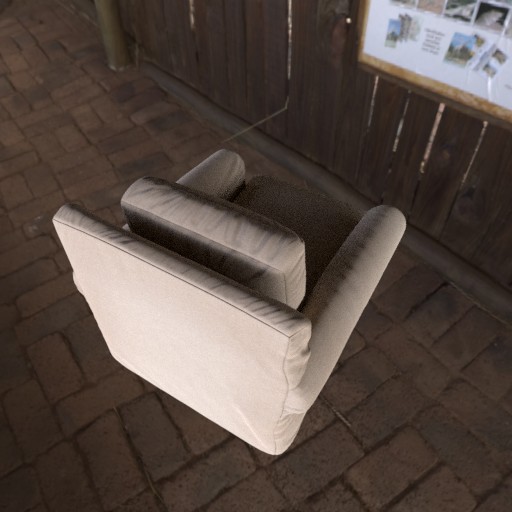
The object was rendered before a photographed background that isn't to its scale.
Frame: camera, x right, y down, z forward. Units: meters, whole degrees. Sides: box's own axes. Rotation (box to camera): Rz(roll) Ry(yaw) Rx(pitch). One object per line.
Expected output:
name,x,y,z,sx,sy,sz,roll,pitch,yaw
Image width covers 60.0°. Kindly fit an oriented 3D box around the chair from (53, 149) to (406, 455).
chair,0.000,0.000,1.744,0.940,0.866,1.066,24,51,21
